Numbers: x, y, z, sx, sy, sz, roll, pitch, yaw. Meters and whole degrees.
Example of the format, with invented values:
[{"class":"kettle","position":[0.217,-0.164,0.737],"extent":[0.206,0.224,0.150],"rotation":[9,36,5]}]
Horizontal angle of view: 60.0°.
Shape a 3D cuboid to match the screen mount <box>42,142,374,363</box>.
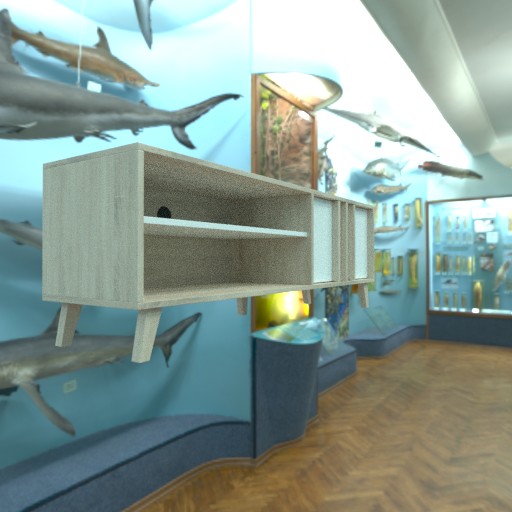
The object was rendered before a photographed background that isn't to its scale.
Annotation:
[{"class":"screen mount","position":[0.000,0.000,1.734],"extent":[0.400,0.510,1.500],"rotation":[0,0,35]}]
